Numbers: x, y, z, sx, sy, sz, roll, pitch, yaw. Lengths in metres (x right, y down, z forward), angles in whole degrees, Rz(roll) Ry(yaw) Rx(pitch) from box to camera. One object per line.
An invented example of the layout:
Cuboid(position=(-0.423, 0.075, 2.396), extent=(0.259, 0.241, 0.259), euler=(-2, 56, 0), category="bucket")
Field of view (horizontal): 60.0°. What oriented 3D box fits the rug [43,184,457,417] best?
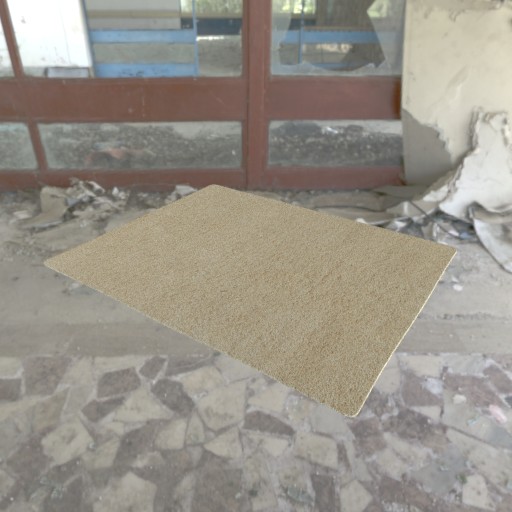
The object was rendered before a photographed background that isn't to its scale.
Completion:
Cuboid(position=(0.000, 0.000, 4.076), extent=(3.001, 0.025, 2.401), euler=(19, 35, 30), category="rug")
